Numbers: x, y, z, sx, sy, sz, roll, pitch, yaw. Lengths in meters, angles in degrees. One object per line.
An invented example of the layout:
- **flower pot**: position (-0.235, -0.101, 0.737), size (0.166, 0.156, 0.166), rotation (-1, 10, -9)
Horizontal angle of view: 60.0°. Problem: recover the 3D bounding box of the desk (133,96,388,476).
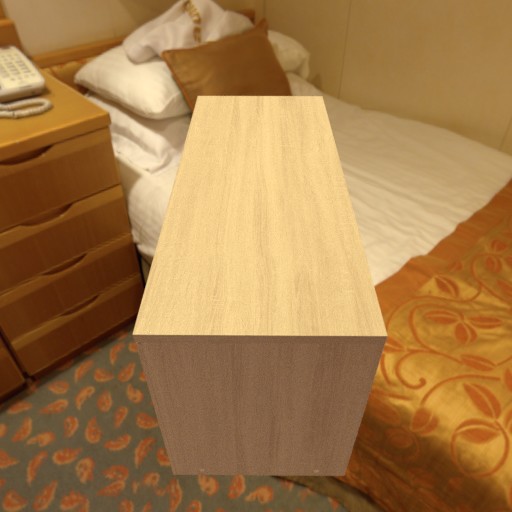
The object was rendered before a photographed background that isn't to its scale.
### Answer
- **desk**: position (0.000, 0.000, 1.757), size (0.600, 0.740, 1.390), rotation (0, 41, 0)
